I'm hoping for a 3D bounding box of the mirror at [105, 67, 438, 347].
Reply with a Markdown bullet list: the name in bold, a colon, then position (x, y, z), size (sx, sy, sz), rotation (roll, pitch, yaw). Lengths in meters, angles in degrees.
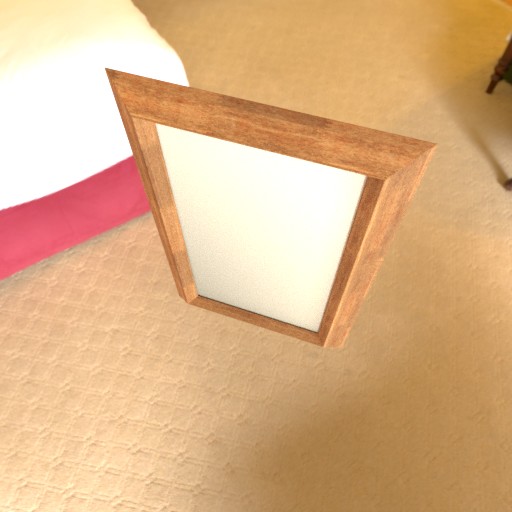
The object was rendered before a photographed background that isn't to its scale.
- **mirror**: position (0.000, 0.000, 1.241), size (0.651, 1.010, 0.047), rotation (16, 60, 10)
